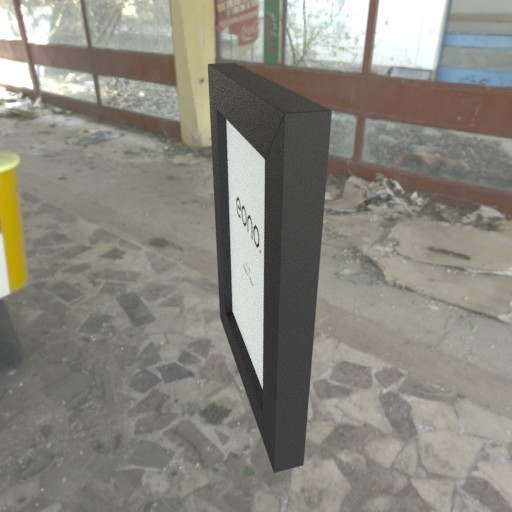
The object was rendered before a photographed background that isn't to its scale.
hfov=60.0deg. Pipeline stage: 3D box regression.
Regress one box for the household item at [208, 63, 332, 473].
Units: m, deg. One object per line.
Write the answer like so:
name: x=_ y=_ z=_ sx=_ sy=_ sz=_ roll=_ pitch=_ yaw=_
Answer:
household item: x=0.000 y=0.000 z=0.238 sx=0.022 sy=0.178 sz=0.133 roll=-8 pitch=30 yaw=-14
